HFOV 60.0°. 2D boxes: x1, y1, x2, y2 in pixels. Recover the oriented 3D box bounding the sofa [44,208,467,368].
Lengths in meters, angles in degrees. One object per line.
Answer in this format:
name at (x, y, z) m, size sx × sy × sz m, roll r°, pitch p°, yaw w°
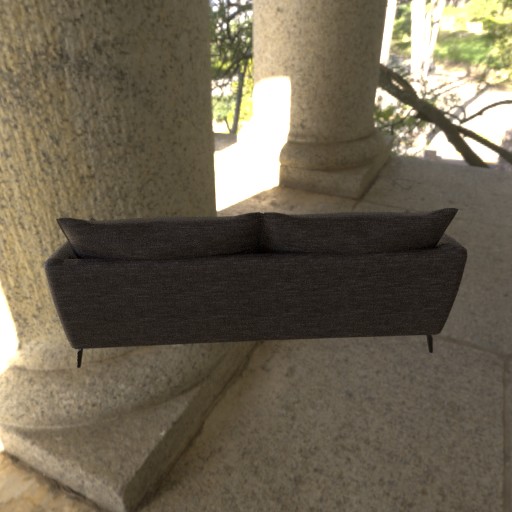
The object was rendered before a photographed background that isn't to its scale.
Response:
sofa at (0.000, 0.000, 2.383) m, size 2.019 × 0.843 × 0.807 m, roll -2°, pitch 30°, yaw -3°
